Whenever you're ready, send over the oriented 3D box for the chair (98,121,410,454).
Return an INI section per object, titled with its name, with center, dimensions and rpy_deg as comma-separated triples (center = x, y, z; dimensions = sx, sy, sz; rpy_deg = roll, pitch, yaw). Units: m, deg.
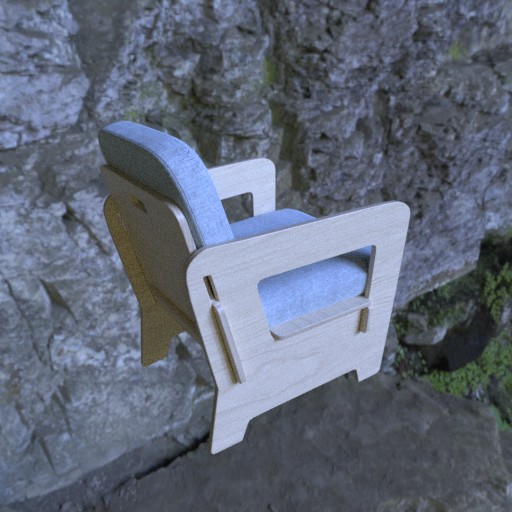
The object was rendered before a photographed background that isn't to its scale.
[chair]
center = 0.000, 0.000, 1.297
dimensions = 0.710, 0.800, 0.590
rpy_deg = -19, 32, -33
